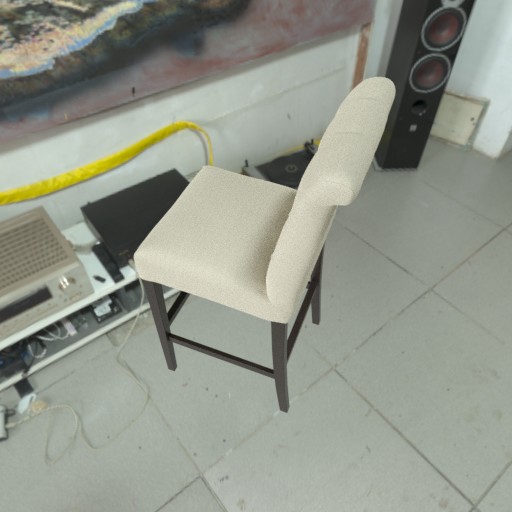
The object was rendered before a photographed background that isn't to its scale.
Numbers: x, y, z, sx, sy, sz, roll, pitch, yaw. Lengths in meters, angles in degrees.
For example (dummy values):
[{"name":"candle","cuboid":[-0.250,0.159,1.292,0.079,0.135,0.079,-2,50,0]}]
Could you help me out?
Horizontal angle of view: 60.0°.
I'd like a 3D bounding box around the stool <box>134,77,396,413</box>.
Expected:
[{"name":"stool","cuboid":[0.000,0.000,1.455,0.610,1.118,0.482,16,49,15]}]
